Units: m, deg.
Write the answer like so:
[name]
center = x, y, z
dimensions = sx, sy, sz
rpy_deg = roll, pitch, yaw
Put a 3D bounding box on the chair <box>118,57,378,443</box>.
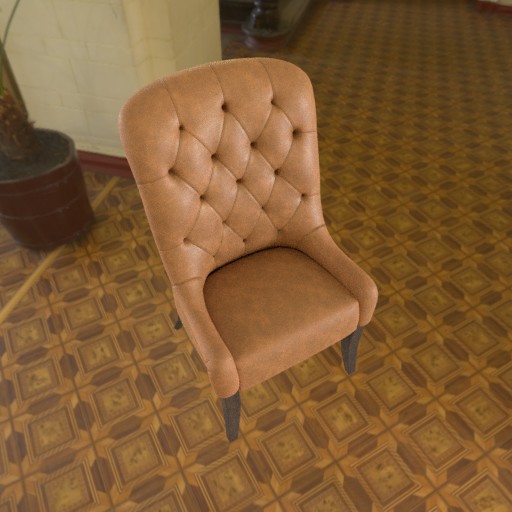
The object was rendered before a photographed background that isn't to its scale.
[chair]
center = 0.000, 0.000, 1.499
dimensions = 0.634, 1.091, 0.629
rpy_deg = -22, 50, -20
